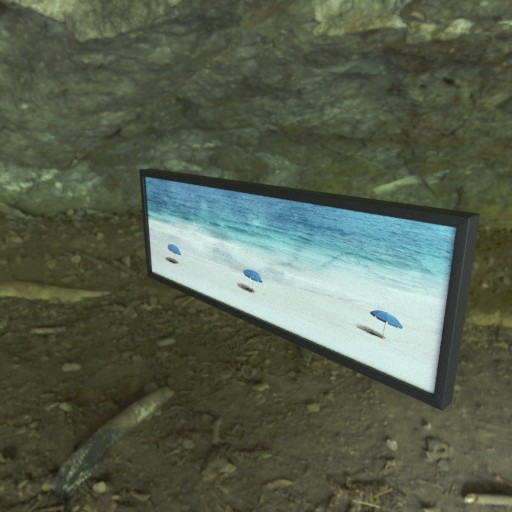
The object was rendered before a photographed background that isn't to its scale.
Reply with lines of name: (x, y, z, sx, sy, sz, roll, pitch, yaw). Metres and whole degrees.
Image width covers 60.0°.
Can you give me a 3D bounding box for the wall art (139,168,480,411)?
wall art: (0.000, 0.000, 0.944, 0.037, 0.303, 0.860, -16, 23, -42)
